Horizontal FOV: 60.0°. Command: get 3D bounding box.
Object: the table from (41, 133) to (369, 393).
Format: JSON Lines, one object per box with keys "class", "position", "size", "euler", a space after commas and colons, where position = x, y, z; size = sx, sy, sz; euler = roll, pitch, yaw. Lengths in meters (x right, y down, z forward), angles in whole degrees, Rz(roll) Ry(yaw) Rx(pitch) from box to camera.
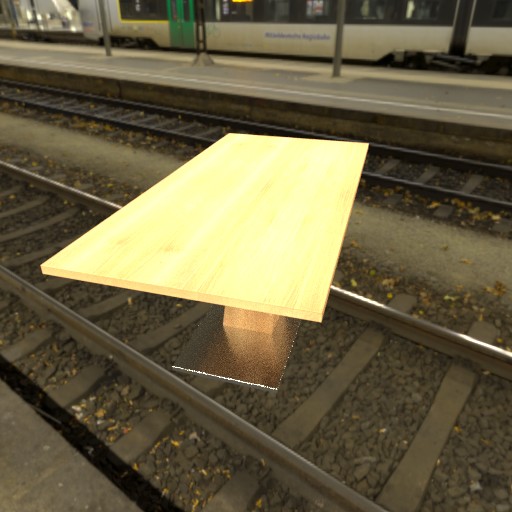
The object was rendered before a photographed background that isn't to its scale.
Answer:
{"class": "table", "position": [0.000, 0.000, 2.236], "size": [0.900, 0.750, 1.800], "euler": [8, 30, 14]}
